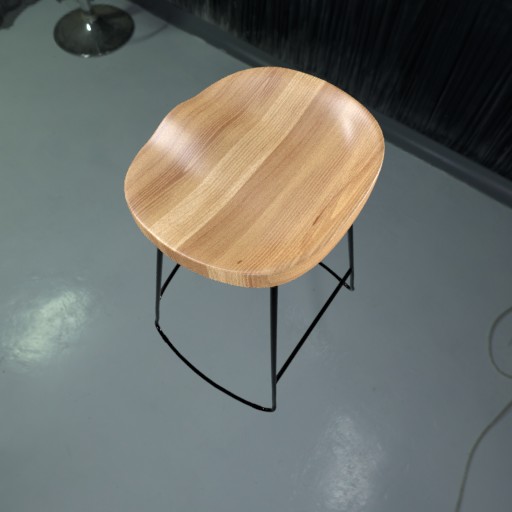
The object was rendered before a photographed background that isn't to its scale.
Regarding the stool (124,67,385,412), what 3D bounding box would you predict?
[{"bbox_3d":[0.000,0.000,0.965,0.401,0.679,0.480,32,67,15],"label":"stool"}]
